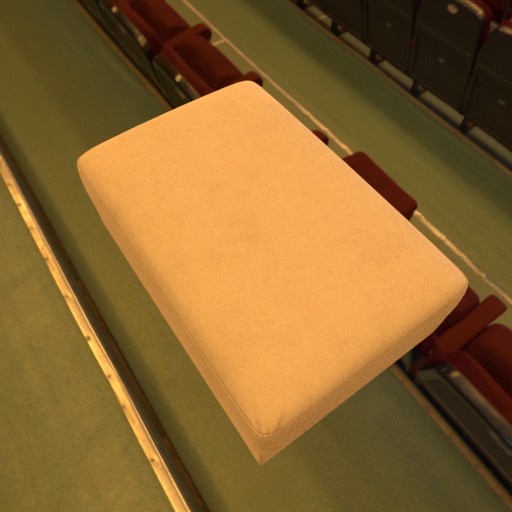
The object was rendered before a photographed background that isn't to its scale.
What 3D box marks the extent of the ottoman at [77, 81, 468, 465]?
[{"bbox_3d":[0.000,0.000,1.194,0.584,0.483,0.864,-31,63,-18],"label":"ottoman"}]
